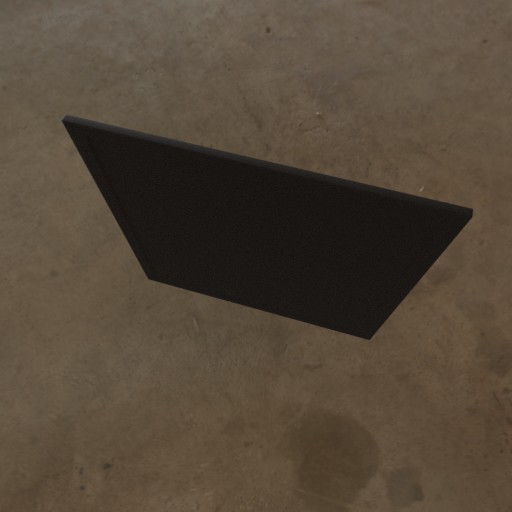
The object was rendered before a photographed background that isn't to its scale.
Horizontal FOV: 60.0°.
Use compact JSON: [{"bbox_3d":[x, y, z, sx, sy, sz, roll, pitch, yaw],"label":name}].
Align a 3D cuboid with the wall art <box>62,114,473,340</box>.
[{"bbox_3d":[0.000,0.000,0.835,0.562,0.558,0.012,15,65,7],"label":"wall art"}]
